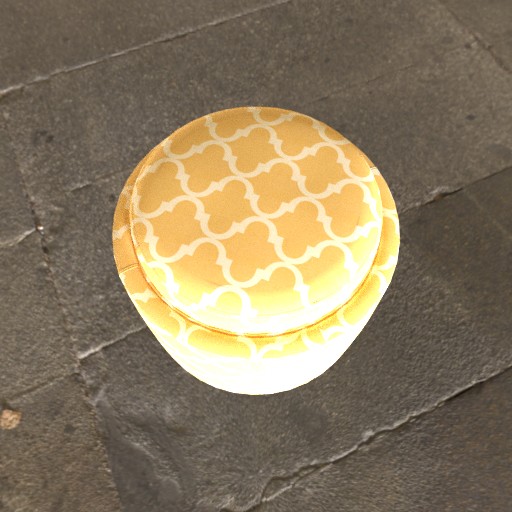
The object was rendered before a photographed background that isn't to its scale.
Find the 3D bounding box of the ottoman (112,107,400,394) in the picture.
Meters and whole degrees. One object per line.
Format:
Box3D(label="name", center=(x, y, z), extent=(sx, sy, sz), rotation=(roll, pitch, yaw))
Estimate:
Box3D(label="ottoman", center=(0.000, 0.000, 0.860), extent=(0.480, 0.429, 0.480), rotation=(0, 64, 0))
